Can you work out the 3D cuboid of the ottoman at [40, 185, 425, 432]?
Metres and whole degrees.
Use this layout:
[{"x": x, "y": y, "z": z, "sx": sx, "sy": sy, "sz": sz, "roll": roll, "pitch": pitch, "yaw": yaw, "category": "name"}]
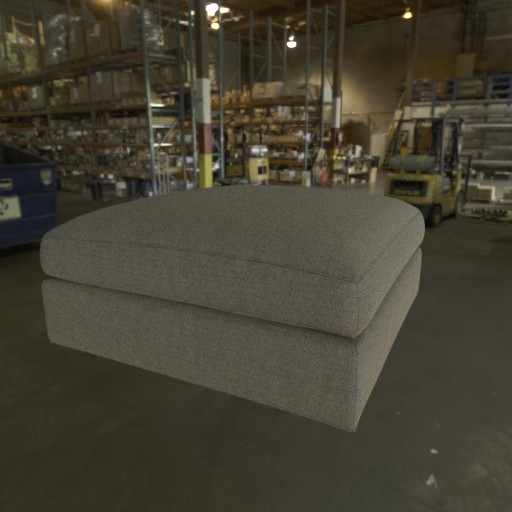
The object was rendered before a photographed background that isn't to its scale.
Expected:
[{"x": 0.000, "y": 0.000, "z": 1.606, "sx": 1.041, "sy": 0.470, "sz": 1.041, "roll": 8, "pitch": 17, "yaw": 26, "category": "ottoman"}]
